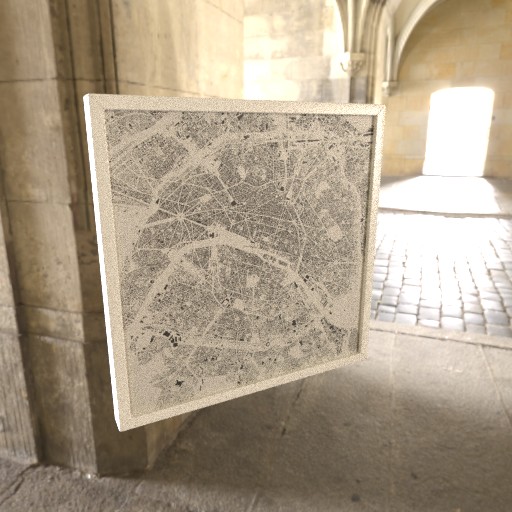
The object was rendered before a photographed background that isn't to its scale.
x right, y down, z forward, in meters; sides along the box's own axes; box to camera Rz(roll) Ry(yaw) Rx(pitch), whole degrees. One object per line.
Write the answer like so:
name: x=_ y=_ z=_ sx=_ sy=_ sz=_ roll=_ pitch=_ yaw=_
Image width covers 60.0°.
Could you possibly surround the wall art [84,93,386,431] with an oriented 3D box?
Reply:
wall art: x=0.000 y=0.000 z=0.766 sx=0.508 sy=0.508 sz=0.038 roll=-8 pitch=17 yaw=-27
